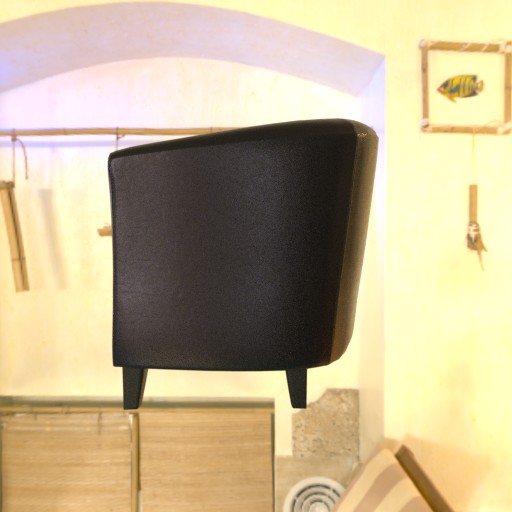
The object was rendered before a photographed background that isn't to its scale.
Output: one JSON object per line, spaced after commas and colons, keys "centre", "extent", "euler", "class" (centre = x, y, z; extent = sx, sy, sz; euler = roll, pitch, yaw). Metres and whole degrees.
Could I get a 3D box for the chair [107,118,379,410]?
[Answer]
{"centre": [0.000, 0.000, 1.425], "extent": [0.727, 0.756, 0.793], "euler": [0, 1, -1], "class": "chair"}
